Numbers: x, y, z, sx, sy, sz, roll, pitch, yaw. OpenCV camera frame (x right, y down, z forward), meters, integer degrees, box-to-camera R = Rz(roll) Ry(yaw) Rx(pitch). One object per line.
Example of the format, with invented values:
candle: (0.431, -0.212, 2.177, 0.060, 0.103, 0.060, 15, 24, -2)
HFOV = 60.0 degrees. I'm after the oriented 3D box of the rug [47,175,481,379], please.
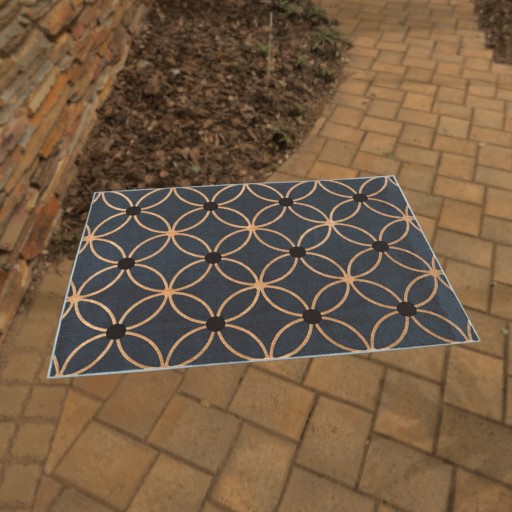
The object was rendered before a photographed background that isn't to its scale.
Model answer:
rug: (0.000, 0.000, 2.826, 2.284, 0.008, 1.522, -4, 46, -4)
